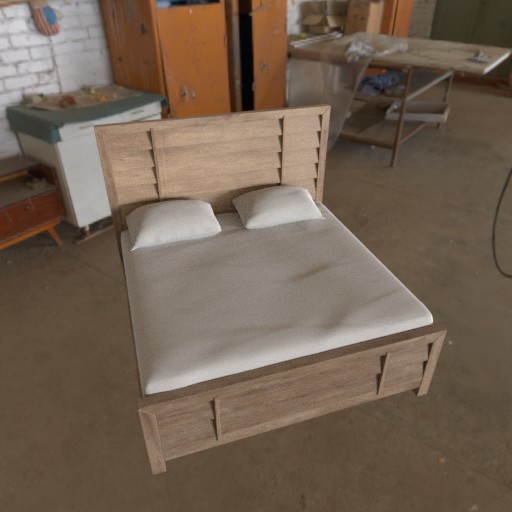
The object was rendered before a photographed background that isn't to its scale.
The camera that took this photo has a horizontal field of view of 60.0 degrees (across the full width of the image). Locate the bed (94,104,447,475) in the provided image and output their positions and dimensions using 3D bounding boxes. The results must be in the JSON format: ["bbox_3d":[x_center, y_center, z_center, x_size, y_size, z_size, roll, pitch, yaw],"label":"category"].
[{"bbox_3d":[0.000,0.000,3.405,2.032,1.626,2.032,-10,35,-15],"label":"bed"}]
